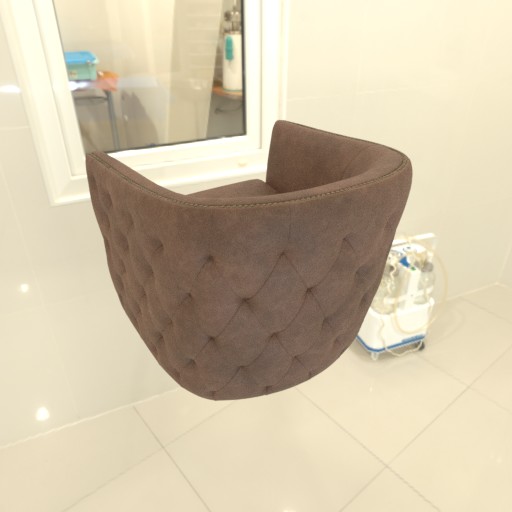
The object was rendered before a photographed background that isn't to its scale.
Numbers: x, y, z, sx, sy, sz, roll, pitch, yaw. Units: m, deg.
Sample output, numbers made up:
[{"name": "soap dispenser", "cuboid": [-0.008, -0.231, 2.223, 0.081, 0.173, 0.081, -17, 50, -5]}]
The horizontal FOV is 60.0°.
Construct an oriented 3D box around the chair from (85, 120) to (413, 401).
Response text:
[{"name": "chair", "cuboid": [0.000, 0.000, 1.522, 0.850, 0.790, 0.870, -18, 36, -27]}]
